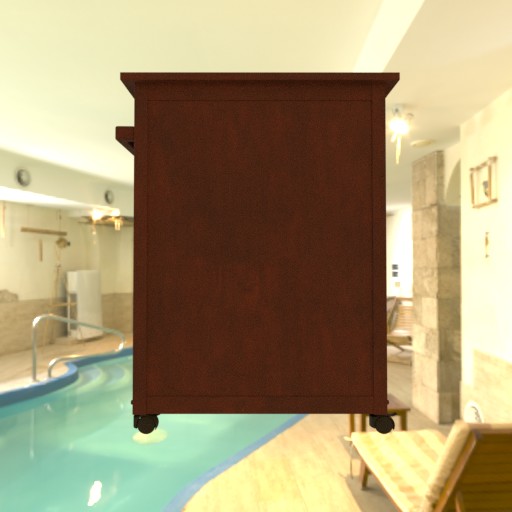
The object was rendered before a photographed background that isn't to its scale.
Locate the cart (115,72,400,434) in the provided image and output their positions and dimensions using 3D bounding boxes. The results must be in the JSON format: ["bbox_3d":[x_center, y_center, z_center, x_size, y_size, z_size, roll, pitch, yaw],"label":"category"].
[{"bbox_3d":[0.000,0.000,1.265,0.683,0.864,0.442,0,-1,0],"label":"cart"}]
